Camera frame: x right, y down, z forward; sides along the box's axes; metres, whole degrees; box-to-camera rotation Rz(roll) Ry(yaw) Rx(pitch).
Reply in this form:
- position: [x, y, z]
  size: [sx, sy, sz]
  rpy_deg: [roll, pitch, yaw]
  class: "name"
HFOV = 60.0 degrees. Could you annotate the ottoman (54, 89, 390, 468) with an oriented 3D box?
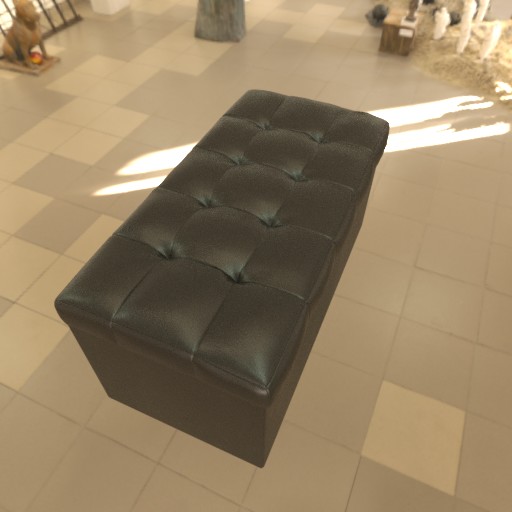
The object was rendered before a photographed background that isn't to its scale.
- position: [0.000, 0.000, 1.118]
  size: [0.432, 0.470, 0.838]
  rpy_deg: [18, 50, 16]
  class: "ottoman"
